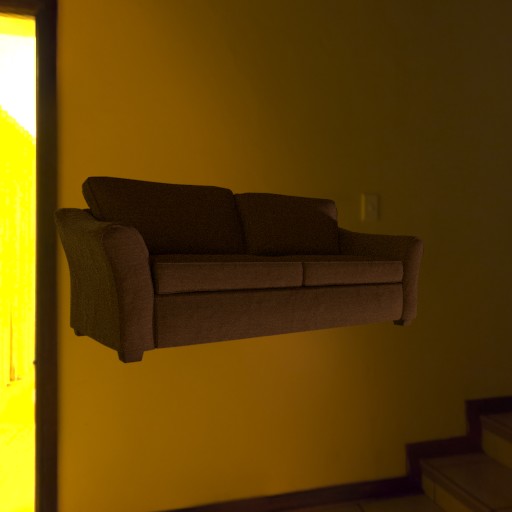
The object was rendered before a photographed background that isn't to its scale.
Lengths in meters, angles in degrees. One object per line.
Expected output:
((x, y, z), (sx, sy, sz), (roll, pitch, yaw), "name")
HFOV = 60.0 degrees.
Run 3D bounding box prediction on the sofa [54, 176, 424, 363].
((0.000, 0.000, 2.856), (2.270, 0.950, 0.971), (0, 0, -34), "sofa")
